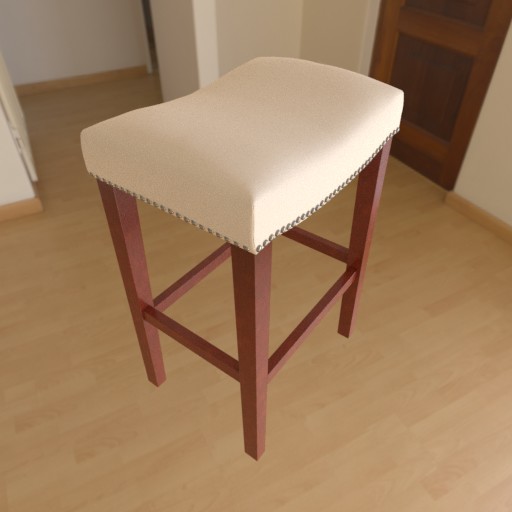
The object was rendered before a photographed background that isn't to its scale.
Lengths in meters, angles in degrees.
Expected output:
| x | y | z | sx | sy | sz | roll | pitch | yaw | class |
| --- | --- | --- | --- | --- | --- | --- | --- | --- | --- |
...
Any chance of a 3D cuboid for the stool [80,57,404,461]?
| x | y | z | sx | sy | sz | roll | pitch | yaw | class |
| --- | --- | --- | --- | --- | --- | --- | --- | --- | --- |
| 0.000 | 0.000 | 1.014 | 0.372 | 0.742 | 0.504 | 26 | 47 | 27 | stool |
